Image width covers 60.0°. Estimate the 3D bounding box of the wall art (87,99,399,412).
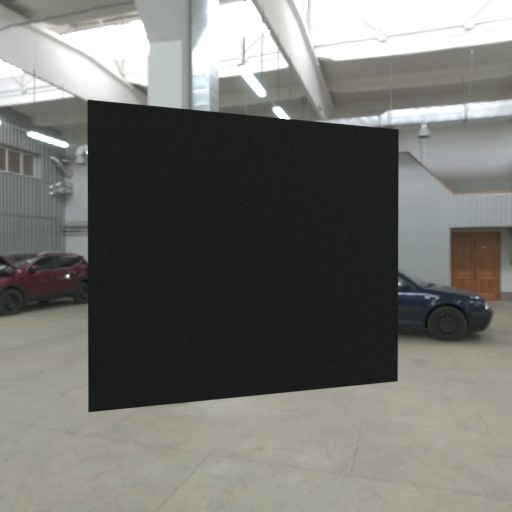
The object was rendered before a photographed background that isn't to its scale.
[{"bbox_3d":[0.000,0.000,0.538,0.381,0.330,0.031,0,0,-17],"label":"wall art"}]
